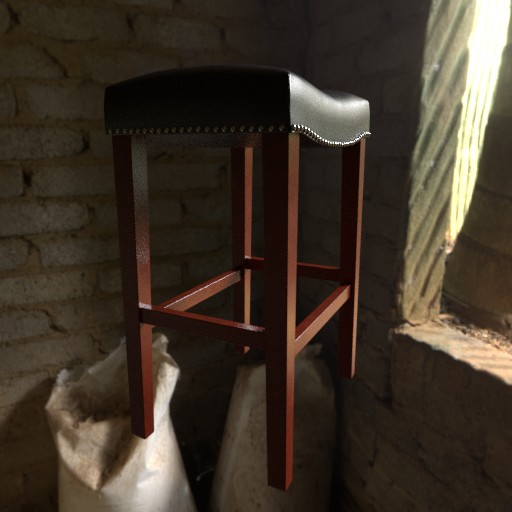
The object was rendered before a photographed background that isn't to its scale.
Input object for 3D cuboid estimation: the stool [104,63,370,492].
[{"bbox_3d":[0.000,0.000,1.003,0.372,0.742,0.504,7,16,26],"label":"stool"}]
